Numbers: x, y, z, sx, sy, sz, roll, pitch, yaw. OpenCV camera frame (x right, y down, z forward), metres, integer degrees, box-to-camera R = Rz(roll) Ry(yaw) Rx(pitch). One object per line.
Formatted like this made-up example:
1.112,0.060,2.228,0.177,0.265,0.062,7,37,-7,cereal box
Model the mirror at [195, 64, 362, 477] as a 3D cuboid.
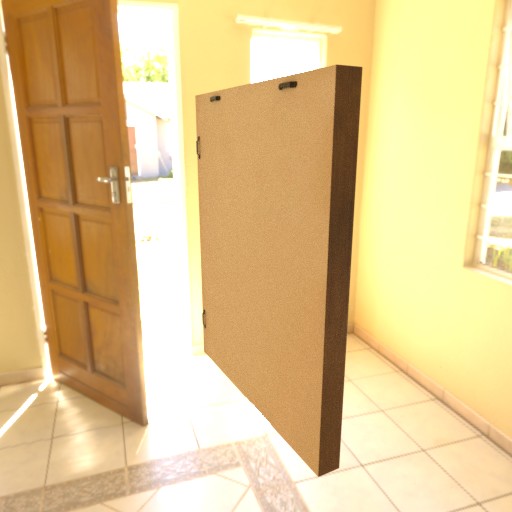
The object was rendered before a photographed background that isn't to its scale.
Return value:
0.000,0.000,0.702,0.041,0.509,0.406,-8,17,-27,mirror
